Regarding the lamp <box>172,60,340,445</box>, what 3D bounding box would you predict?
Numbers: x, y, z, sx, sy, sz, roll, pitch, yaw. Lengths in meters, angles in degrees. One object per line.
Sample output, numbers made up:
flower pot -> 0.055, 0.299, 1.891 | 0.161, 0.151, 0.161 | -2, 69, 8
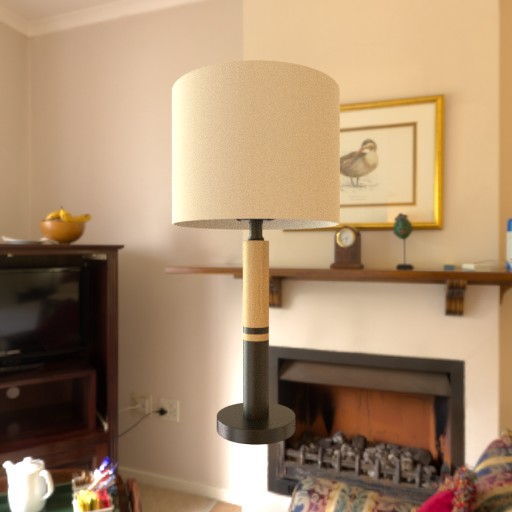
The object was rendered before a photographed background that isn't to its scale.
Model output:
lamp -> 0.000, 0.000, 0.820 | 0.305, 0.640, 0.305 | 0, 0, -19
